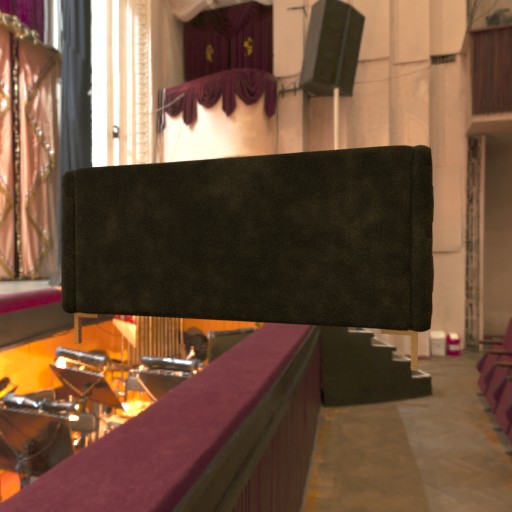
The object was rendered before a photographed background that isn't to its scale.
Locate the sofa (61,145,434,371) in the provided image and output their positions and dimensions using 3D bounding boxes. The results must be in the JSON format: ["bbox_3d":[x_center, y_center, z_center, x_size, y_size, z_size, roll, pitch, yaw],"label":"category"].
[{"bbox_3d":[0.000,0.000,2.103,1.537,0.768,0.895,0,0,19],"label":"sofa"}]
